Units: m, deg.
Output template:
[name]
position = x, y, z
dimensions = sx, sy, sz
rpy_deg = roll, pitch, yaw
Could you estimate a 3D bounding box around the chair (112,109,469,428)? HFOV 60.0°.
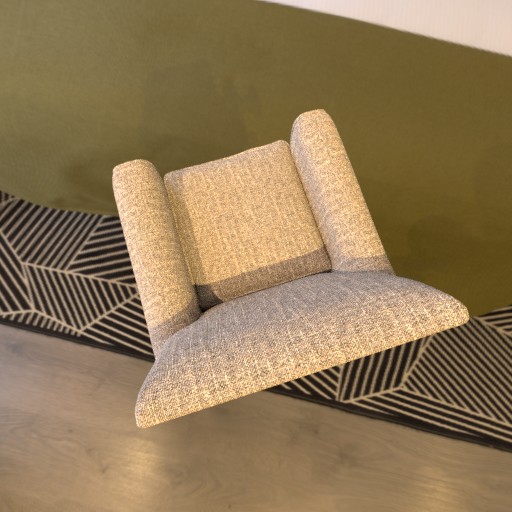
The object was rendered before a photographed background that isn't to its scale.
[chair]
position = 0.000, 0.000, 1.617
dimensions = 0.864, 0.928, 0.873
rpy_deg = -17, 76, -4
